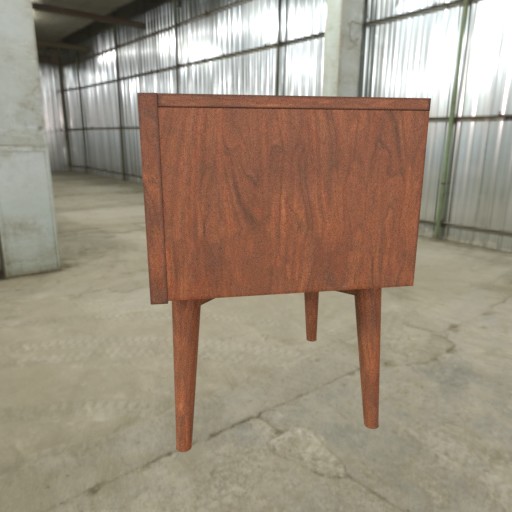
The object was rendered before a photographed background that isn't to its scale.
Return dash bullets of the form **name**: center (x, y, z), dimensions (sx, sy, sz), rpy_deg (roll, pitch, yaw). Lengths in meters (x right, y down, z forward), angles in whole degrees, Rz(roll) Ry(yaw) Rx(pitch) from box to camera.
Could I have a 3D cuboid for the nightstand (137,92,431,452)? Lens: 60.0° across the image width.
- **nightstand**: center (0.000, 0.000, 0.957), dimensions (0.445, 0.607, 0.521), rpy_deg (-3, 15, -10)
